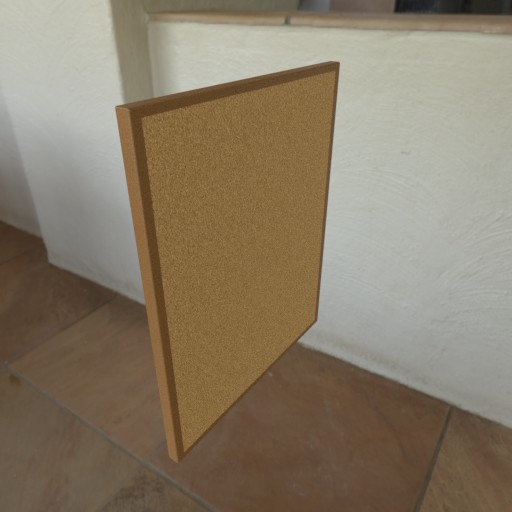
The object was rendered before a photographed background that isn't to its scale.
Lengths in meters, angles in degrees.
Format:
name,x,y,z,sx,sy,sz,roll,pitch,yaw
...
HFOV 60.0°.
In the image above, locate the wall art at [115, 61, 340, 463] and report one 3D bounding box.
name,x,y,z,sx,sy,sz,roll,pitch,yaw
wall art,0.000,0.000,0.730,0.021,0.550,0.449,20,36,31
